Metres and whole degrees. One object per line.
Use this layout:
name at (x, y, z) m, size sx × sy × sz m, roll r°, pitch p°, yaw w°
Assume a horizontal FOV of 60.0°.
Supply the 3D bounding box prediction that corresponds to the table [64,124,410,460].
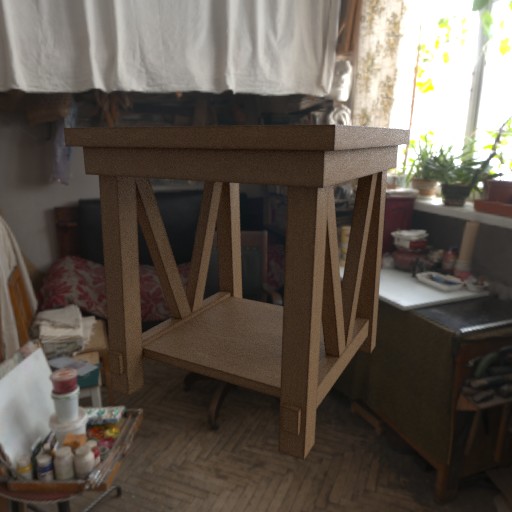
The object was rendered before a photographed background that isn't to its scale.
table at (0.000, 0.000, 1.155) m, size 0.610 × 0.638 × 0.612 m, roll 8°, pitch 17°, yaw 28°
